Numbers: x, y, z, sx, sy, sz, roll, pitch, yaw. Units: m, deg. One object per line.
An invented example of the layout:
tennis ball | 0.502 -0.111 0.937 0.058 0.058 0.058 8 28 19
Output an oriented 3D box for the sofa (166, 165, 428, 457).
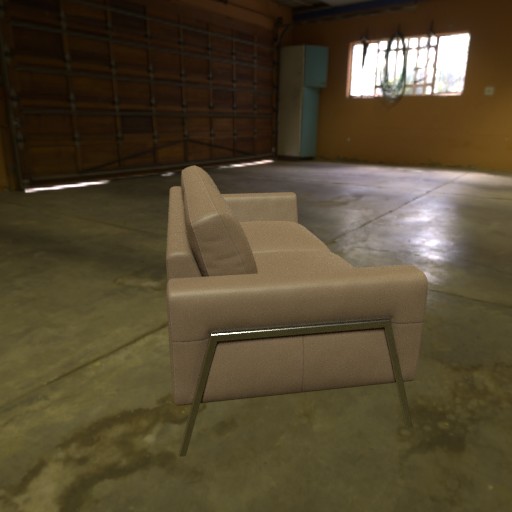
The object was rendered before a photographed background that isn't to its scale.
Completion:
sofa | 0.000 0.000 2.516 0.953 0.875 2.017 -3 17 -10
